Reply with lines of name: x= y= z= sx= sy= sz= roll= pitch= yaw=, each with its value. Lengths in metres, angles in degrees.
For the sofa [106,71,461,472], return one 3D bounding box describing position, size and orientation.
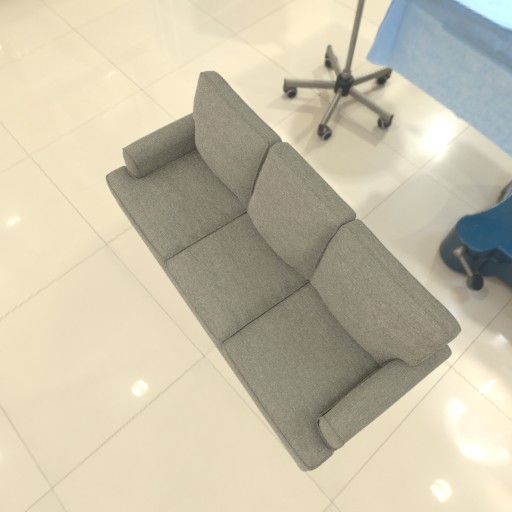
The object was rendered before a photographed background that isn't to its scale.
sofa: x=0.000 y=0.000 z=2.588 sx=0.951 sy=0.965 sz=2.158 roll=-32 pitch=67 yaw=-16
